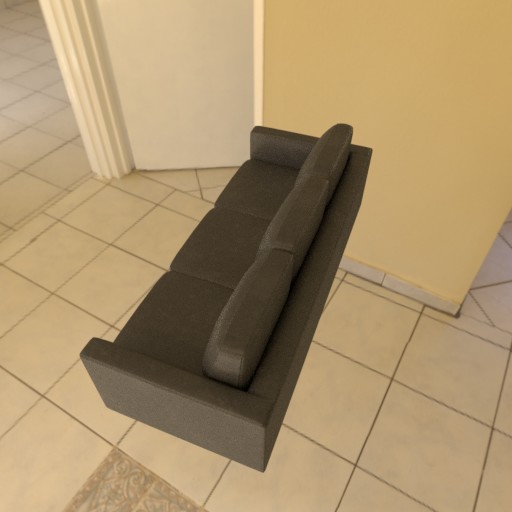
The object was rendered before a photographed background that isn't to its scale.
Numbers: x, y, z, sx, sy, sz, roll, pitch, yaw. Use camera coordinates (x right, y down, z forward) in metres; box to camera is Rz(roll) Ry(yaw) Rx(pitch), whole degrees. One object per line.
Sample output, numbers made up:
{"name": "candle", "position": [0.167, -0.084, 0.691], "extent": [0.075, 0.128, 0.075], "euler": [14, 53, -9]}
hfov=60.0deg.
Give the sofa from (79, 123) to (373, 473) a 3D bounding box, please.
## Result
{"name": "sofa", "position": [0.000, 0.000, 2.559], "extent": [0.879, 0.899, 2.029], "euler": [16, 48, 15]}
